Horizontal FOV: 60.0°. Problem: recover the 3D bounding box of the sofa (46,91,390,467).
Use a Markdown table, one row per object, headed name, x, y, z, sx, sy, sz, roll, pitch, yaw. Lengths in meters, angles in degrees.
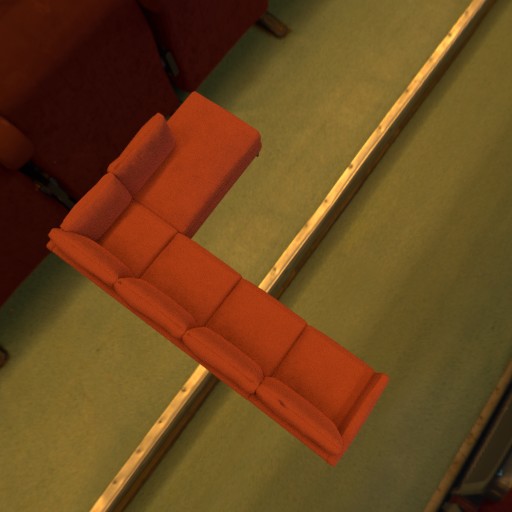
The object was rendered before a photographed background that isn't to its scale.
| name | x | y | z | sx | sy | sz | roll | pitch | yaw |
| --- | --- | --- | --- | --- | --- | --- | --- | --- | --- |
| sofa | 0.000 | 0.000 | 3.593 | 2.736 | 0.757 | 1.879 | 35 | 78 | 9 |
